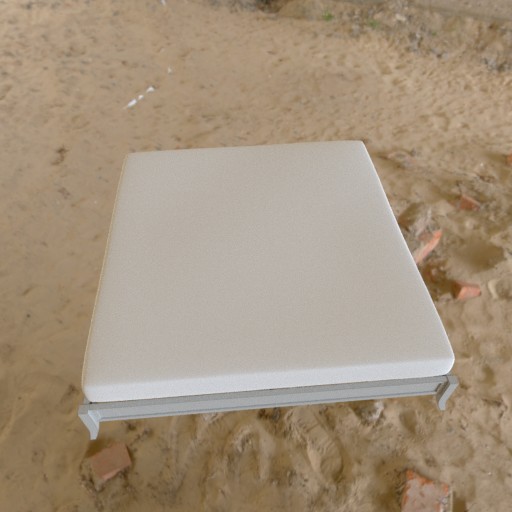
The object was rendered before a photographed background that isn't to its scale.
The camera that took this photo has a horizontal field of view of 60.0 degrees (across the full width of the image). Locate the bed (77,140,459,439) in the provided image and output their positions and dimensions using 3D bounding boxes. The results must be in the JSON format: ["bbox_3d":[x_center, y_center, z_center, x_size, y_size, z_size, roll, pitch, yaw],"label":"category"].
[{"bbox_3d":[0.000,0.000,3.012,2.007,0.510,2.108,-4,48,-3],"label":"bed"}]
